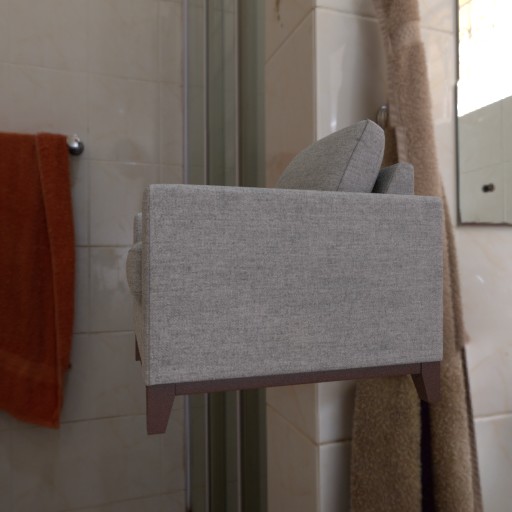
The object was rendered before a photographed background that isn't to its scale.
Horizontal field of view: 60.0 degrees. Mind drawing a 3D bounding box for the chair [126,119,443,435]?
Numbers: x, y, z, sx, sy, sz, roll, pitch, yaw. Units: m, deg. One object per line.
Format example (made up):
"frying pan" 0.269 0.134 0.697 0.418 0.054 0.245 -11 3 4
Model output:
"chair" 0.000 0.000 1.852 1.038 1.010 1.024 0 0 -17
